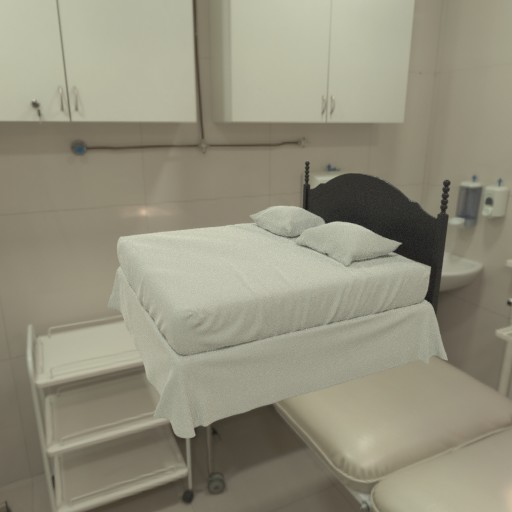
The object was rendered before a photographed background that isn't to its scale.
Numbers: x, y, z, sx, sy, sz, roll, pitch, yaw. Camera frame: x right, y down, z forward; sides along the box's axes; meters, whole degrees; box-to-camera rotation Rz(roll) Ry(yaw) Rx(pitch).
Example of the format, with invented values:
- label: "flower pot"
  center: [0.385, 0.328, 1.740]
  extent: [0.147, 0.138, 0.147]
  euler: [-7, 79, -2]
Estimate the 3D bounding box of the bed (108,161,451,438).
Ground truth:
- label: "bed"
  center: [0.000, 0.000, 3.709]
  extent: [2.219, 1.355, 2.322]
  euler: [-8, 18, -25]
